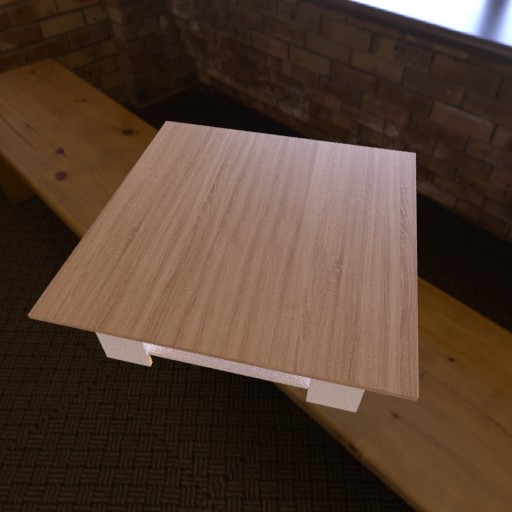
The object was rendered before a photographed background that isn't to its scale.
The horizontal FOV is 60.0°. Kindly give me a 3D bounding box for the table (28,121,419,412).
[{"bbox_3d":[0.000,0.000,1.375,0.890,0.305,0.890,10,48,9],"label":"table"}]
